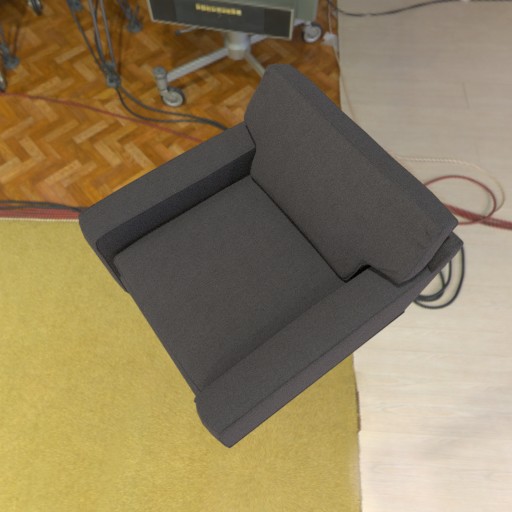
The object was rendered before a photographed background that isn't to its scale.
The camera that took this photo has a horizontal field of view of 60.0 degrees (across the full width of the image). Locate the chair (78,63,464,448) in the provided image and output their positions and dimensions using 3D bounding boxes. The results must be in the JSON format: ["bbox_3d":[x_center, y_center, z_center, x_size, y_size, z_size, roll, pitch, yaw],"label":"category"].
[{"bbox_3d":[0.000,0.000,1.794,1.043,0.913,0.997,-33,68,-15],"label":"chair"}]
